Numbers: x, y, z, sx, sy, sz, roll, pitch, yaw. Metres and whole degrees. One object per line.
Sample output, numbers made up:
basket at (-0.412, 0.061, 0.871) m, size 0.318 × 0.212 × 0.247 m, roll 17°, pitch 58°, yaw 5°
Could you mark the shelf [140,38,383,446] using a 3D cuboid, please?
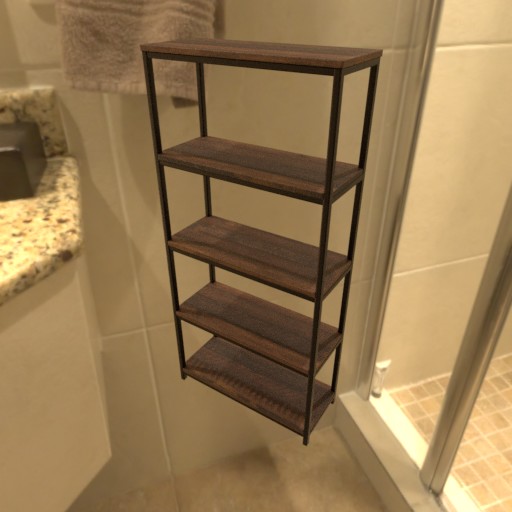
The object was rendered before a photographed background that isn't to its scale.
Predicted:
shelf at (0.000, 0.000, 2.171) m, size 0.874 × 1.860 × 0.359 m, roll 19°, pitch 36°, yaw 28°
